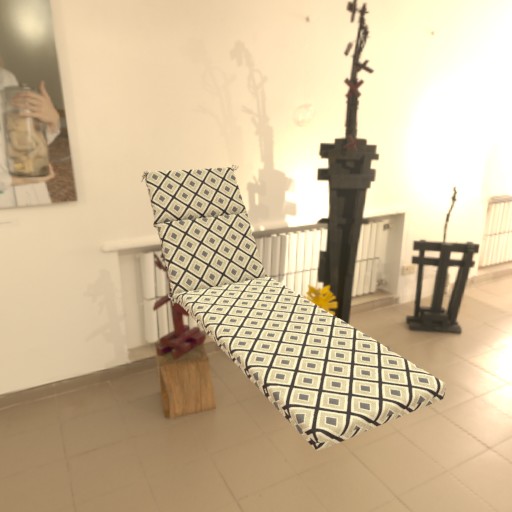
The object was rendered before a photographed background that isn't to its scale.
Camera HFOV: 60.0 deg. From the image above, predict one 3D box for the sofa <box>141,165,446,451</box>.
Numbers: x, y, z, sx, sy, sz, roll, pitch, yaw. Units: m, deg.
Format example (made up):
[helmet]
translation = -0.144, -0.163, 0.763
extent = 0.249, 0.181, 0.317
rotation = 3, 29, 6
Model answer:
[sofa]
translation = 0.000, 0.000, 1.934
extent = 0.582, 0.622, 1.663
rotation = -9, 20, -27
